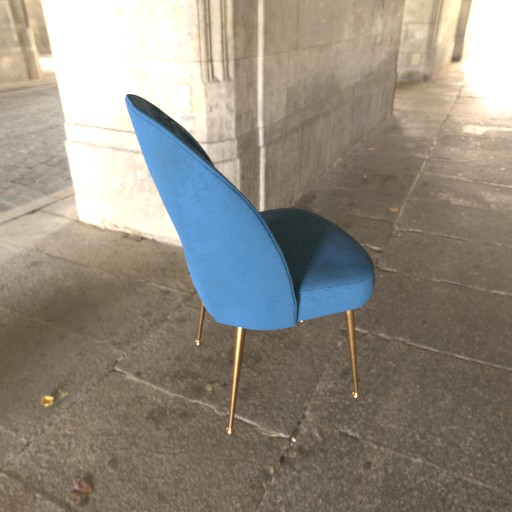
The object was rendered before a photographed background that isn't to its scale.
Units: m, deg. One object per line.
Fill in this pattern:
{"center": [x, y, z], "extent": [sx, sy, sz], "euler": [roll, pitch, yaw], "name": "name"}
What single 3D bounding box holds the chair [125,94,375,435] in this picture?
{"center": [0.000, 0.000, 1.219], "extent": [0.577, 0.860, 0.527], "euler": [-10, 30, -17], "name": "chair"}
